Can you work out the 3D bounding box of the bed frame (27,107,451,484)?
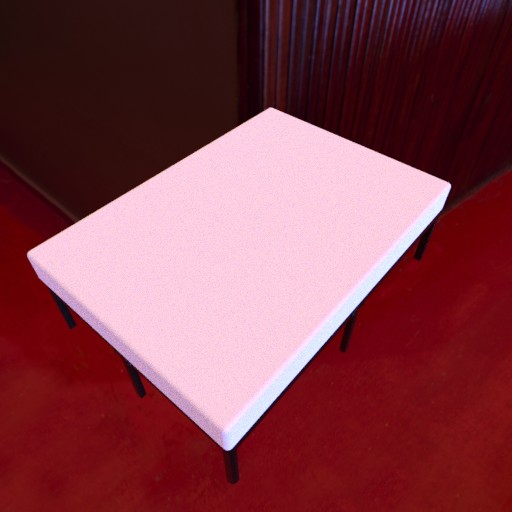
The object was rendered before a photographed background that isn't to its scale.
[{"bbox_3d":[0.000,0.000,2.667,1.408,0.659,1.956,32,55,27],"label":"bed frame"}]
